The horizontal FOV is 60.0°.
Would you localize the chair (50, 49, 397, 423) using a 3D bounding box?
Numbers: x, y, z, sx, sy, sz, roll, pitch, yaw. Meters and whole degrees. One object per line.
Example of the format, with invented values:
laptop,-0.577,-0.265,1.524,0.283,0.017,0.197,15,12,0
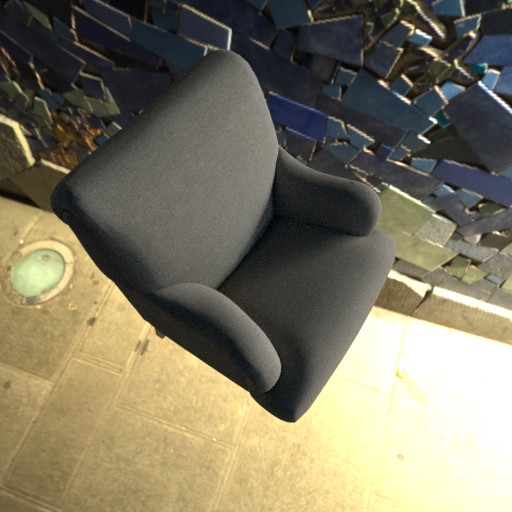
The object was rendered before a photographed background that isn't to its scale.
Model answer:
chair,0.000,0.000,1.526,0.843,0.942,0.766,30,64,16
